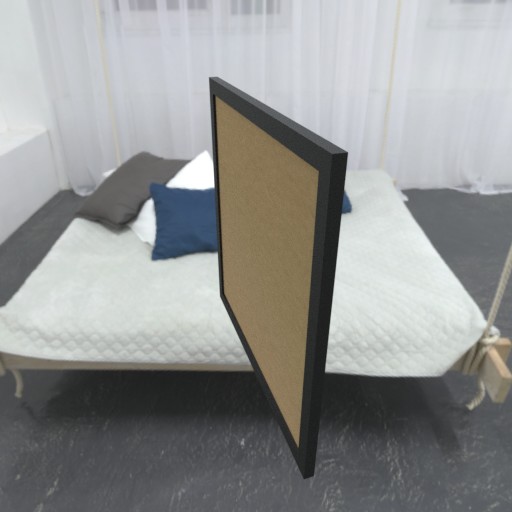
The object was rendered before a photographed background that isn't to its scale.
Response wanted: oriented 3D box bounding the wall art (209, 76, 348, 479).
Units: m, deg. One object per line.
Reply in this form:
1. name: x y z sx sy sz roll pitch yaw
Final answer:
1. wall art: 0.000 0.000 0.535 0.012 0.357 0.358 -10 32 -16
